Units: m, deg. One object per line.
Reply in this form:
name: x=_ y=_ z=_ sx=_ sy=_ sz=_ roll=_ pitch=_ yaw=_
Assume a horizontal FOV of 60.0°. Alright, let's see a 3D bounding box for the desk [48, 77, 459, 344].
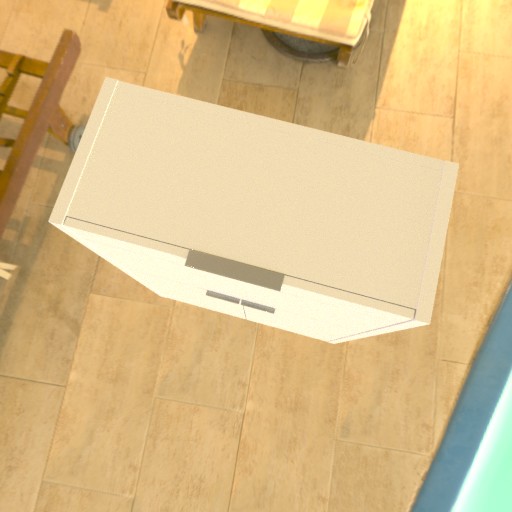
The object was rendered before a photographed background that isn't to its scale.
desk: x=0.000 y=0.000 z=1.569 sx=0.850 sy=1.190 sz=0.390 roll=15 pitch=77 yaw=3
